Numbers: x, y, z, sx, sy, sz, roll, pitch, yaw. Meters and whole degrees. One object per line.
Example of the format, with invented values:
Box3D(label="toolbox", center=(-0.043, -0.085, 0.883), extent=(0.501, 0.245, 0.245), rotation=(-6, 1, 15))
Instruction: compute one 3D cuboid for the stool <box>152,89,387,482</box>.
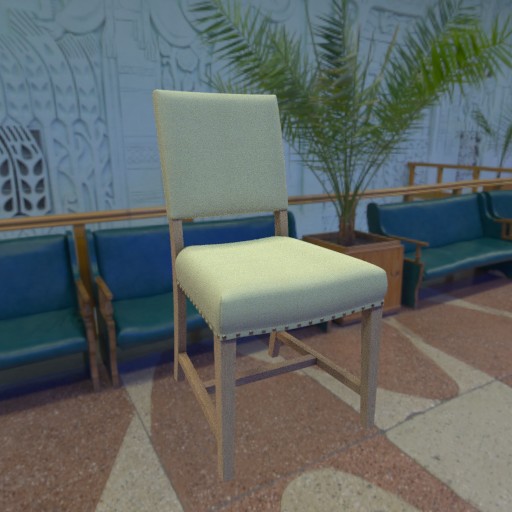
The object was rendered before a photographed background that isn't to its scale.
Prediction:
Box3D(label="stool", center=(0.000, 0.000, 1.361), extent=(0.508, 0.986, 0.623), rotation=(-8, 17, -26))
